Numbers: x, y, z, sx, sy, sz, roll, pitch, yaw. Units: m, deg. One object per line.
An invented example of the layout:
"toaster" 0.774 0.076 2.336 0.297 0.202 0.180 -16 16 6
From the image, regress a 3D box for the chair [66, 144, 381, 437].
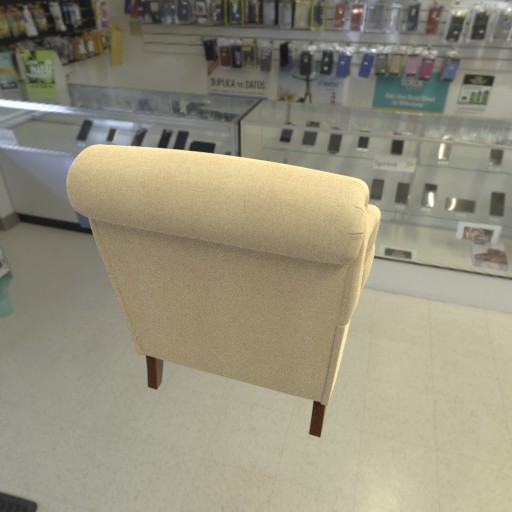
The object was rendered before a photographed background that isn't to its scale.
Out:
"chair" 0.000 0.000 1.532 0.766 0.944 0.842 11 35 16
